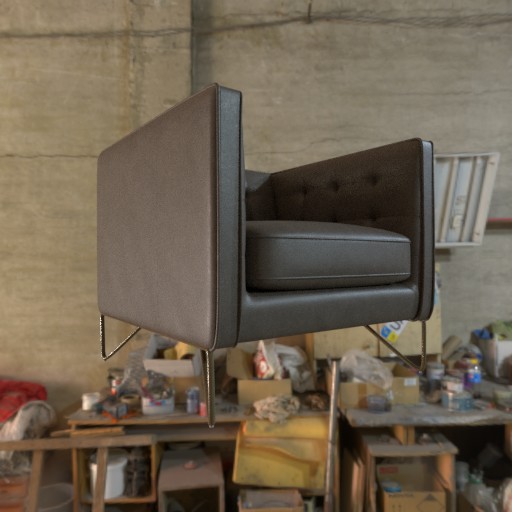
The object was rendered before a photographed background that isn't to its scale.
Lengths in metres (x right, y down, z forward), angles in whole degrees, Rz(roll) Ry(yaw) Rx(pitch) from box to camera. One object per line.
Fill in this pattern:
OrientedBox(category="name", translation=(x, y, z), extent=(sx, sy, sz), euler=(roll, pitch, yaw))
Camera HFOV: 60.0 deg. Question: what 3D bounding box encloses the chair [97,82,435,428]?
OrientedBox(category="chair", translation=(0.000, 0.000, 1.573), extent=(0.880, 0.790, 0.894), euler=(0, 0, -36))
